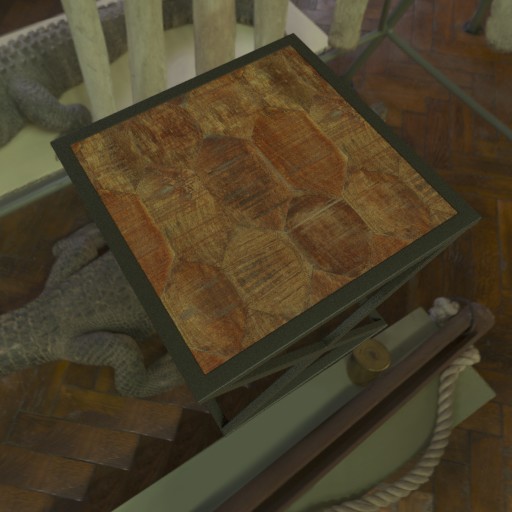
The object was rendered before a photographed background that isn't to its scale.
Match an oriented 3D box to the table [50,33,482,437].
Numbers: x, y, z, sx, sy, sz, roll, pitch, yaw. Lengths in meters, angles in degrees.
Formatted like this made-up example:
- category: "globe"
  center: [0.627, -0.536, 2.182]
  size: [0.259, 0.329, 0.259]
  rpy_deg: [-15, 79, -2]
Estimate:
- category: "table"
  center: [0.000, 0.000, 0.961]
  size: [0.500, 0.565, 0.500]
  rpy_deg: [-30, 67, -14]
